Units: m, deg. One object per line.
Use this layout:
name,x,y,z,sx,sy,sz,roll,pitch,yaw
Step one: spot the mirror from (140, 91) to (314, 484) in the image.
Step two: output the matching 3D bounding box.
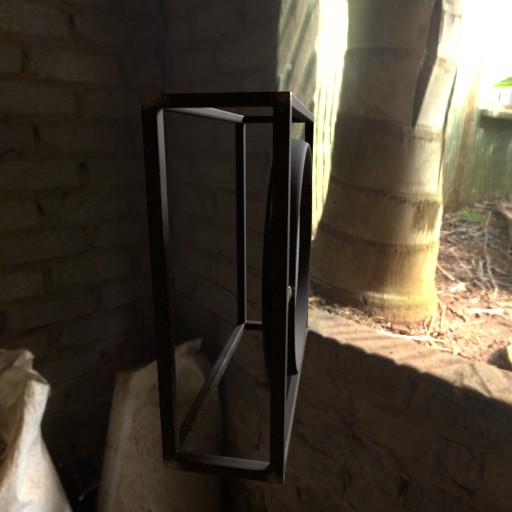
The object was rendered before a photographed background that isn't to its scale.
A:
mirror,0.000,0.000,0.478,0.107,0.303,0.306,3,15,10
